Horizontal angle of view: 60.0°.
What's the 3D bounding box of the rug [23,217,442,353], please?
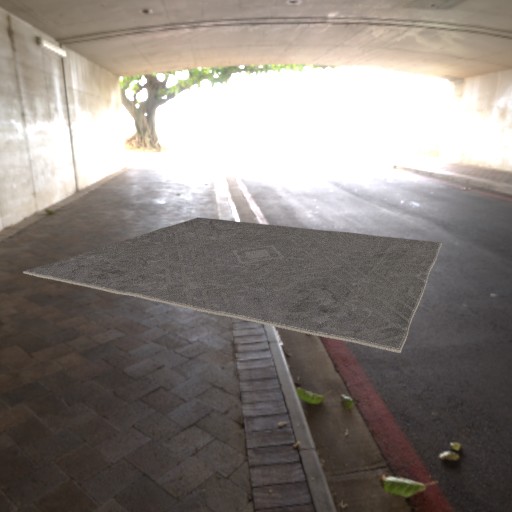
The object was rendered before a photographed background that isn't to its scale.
[{"bbox_3d":[0.000,0.000,0.872,0.639,0.006,0.548,8,18,25],"label":"rug"}]
